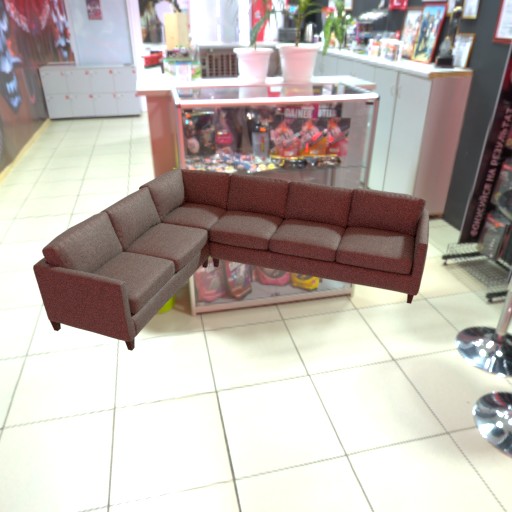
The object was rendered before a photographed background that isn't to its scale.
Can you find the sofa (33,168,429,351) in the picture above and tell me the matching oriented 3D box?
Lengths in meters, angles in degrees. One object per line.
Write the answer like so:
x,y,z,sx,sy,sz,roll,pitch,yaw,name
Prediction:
0.000,0.000,4.558,3.302,0.947,2.593,10,31,17,sofa
